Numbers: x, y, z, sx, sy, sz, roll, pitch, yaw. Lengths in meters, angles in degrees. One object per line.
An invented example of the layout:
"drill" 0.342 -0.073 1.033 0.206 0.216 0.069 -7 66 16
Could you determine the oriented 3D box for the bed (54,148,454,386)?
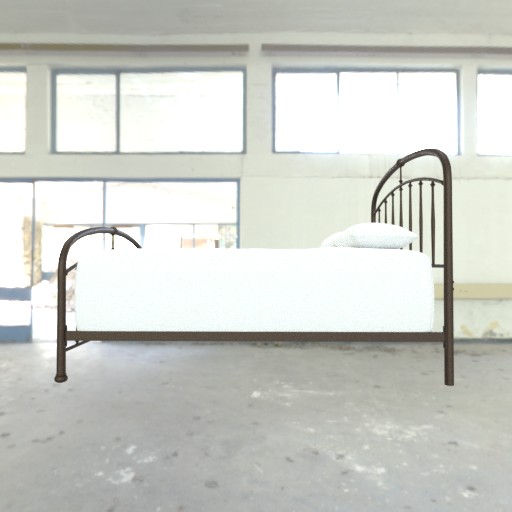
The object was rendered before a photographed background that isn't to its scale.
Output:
"bed" 0.000 0.000 3.251 2.180 1.425 1.711 0 -1 1
